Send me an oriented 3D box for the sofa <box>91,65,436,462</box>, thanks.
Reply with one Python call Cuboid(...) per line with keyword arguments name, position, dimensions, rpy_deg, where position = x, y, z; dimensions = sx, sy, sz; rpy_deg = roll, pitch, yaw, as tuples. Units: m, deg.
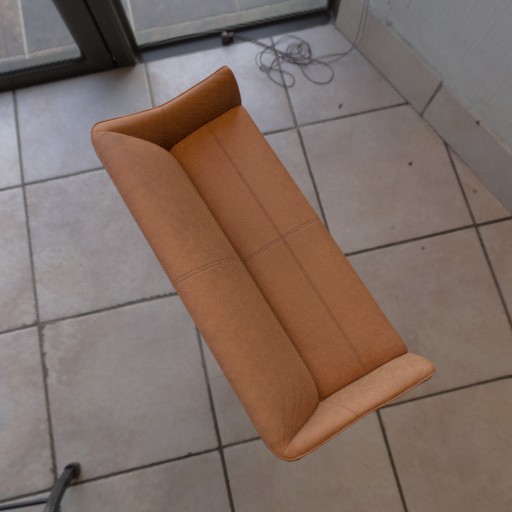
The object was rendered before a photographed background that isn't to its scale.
Cuboid(name="sofa", position=(0.000, 0.000, 2.387), dimensions=(0.869, 0.830, 1.928), rpy_deg=(-31, 79, -7))
